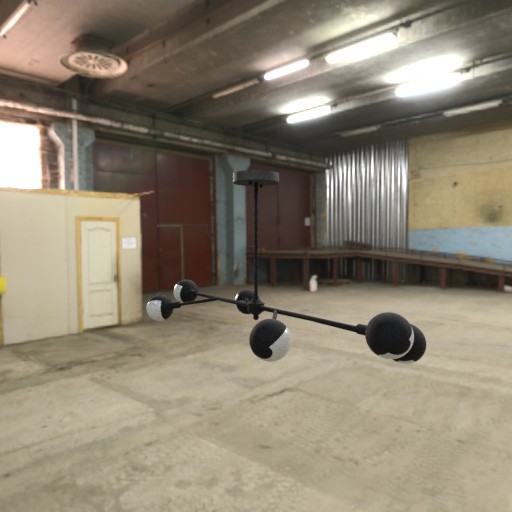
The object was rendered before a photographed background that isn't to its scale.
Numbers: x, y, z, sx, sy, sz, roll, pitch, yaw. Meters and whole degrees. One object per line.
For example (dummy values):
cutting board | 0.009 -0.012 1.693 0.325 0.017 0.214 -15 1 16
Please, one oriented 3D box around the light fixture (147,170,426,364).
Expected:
light fixture | 0.000 0.000 0.980 0.434 0.362 0.778 -1 2 -18
